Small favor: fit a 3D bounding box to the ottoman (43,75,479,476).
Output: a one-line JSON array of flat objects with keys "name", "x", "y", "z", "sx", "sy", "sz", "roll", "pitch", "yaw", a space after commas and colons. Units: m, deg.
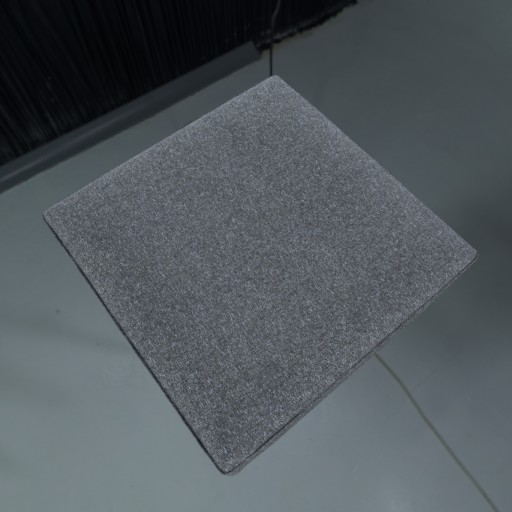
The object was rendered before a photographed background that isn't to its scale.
[{"name": "ottoman", "x": 0.000, "y": 0.000, "z": 1.558, "sx": 1.021, "sy": 0.423, "sz": 1.017, "roll": -35, "pitch": 69, "yaw": -15}]
